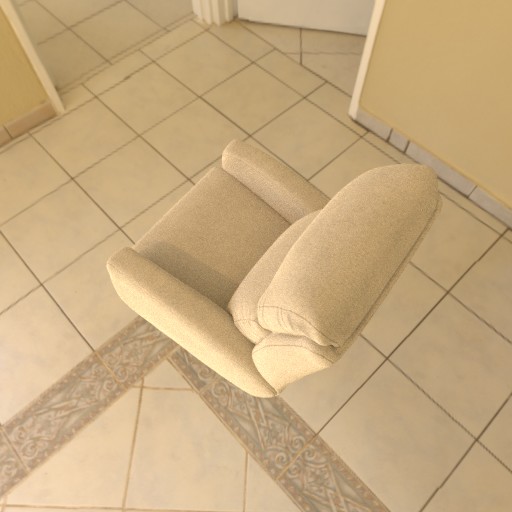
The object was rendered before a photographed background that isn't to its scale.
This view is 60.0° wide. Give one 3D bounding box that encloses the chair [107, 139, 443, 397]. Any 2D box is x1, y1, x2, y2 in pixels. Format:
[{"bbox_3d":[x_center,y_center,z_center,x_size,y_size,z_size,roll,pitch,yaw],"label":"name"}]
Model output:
[{"bbox_3d":[0.000,0.000,1.656,0.940,1.021,0.794,34,67,17],"label":"chair"}]
